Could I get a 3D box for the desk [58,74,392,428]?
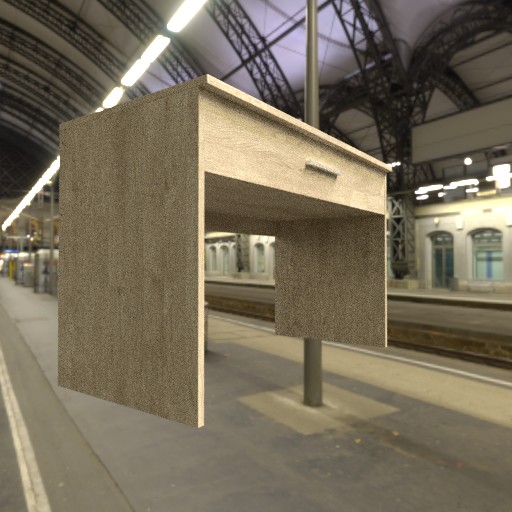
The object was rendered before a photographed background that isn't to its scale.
[{"bbox_3d":[0.000,0.000,1.514,0.560,0.730,1.100,-1,-1,36],"label":"desk"}]
